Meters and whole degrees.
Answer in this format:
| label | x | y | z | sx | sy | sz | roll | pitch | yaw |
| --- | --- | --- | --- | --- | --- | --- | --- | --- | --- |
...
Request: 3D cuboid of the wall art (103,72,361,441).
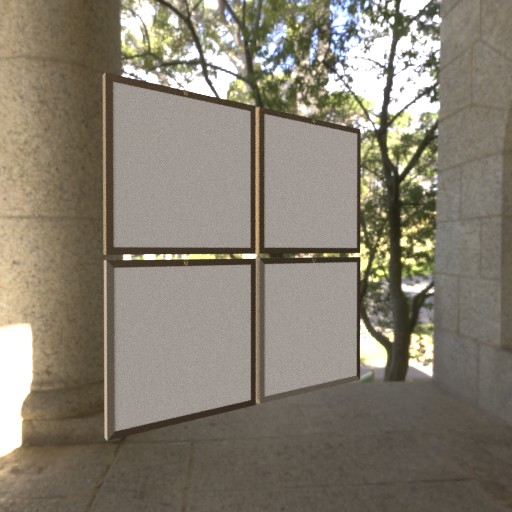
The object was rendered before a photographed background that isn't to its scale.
| label | x | y | z | sx | sy | sz | roll | pitch | yaw |
| --- | --- | --- | --- | --- | --- | --- | --- | --- | --- |
| wall art | 0.000 | 0.000 | 1.540 | 1.032 | 1.032 | 0.030 | 0 | 1 | -35 |
